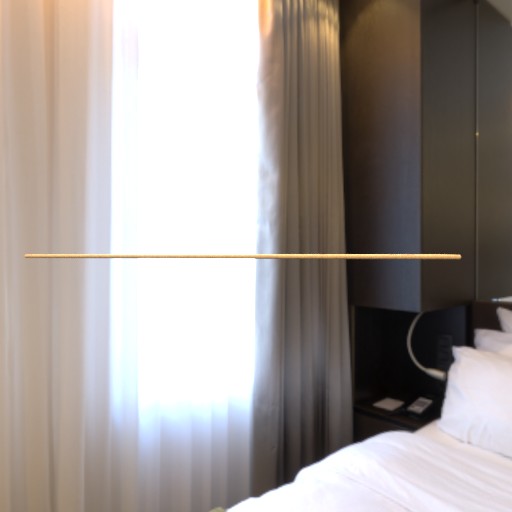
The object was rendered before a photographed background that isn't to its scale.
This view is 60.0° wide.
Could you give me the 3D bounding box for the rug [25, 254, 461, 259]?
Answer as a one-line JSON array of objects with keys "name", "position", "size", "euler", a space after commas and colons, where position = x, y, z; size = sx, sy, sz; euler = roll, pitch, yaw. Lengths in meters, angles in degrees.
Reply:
[{"name": "rug", "position": [0.000, 0.000, 2.299], "size": [1.828, 0.015, 1.222], "euler": [0, 0, 20]}]
